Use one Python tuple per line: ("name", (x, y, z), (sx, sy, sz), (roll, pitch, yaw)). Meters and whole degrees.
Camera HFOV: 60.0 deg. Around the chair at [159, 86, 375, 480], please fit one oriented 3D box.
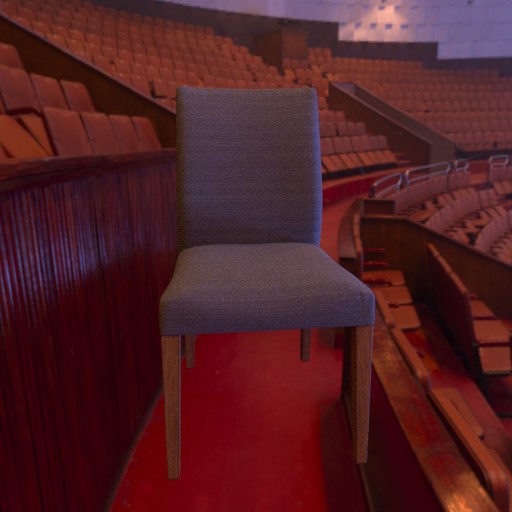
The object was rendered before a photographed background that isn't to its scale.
("chair", (0.000, 0.000, 1.247), (0.496, 0.940, 0.585), (-2, 16, -6))
